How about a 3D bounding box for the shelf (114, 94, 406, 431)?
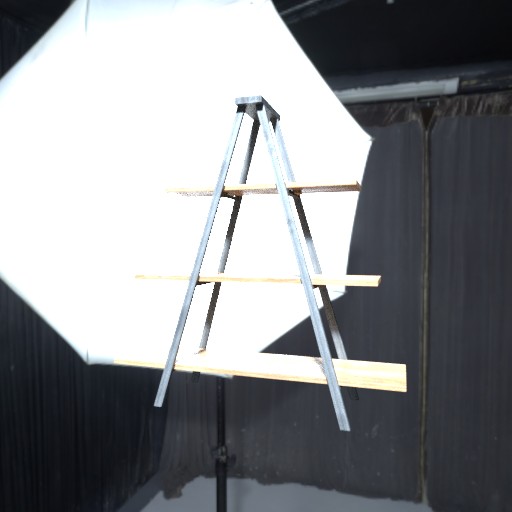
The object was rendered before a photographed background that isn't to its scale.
[{"bbox_3d":[0.000,0.000,2.707,1.746,1.808,0.508,0,2,18],"label":"shelf"}]
